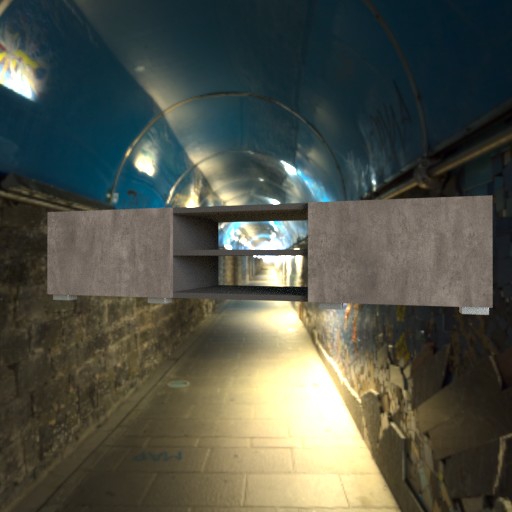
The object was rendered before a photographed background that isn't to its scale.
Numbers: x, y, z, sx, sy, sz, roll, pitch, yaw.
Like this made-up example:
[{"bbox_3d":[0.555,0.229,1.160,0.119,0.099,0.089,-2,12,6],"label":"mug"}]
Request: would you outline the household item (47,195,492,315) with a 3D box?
[{"bbox_3d":[0.000,0.000,1.542,1.400,0.310,0.420,0,0,17],"label":"household item"}]
